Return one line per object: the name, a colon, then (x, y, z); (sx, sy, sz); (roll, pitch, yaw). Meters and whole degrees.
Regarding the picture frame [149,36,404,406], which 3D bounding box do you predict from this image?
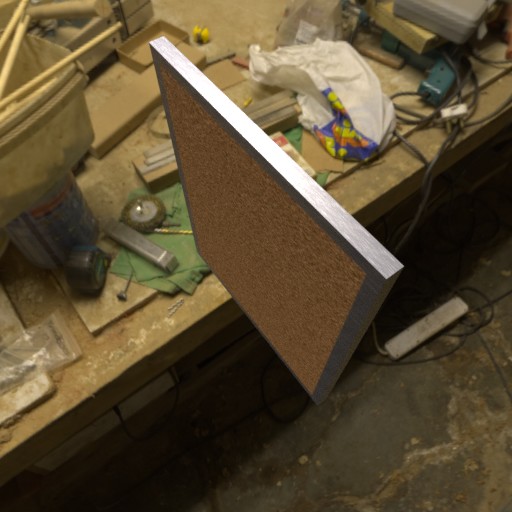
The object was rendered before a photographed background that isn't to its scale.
picture frame: (0.000, 0.000, 0.757); (0.029, 0.559, 0.454); (-33, 65, -18)
